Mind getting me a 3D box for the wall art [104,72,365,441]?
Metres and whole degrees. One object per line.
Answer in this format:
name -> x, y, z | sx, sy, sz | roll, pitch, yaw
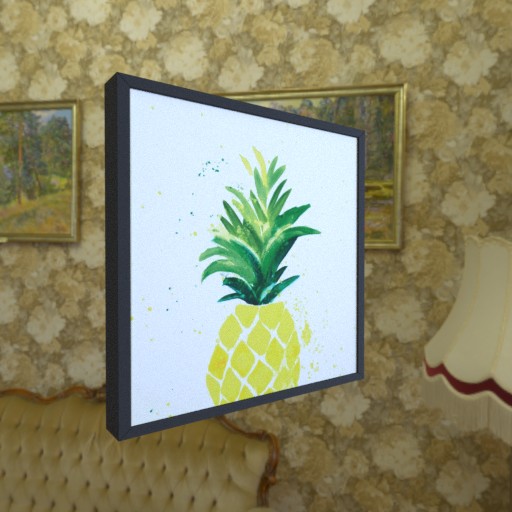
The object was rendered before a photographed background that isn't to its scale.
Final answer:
wall art -> 0.000, 0.000, 0.467 | 0.305, 0.304, 0.033 | -1, 1, -36
